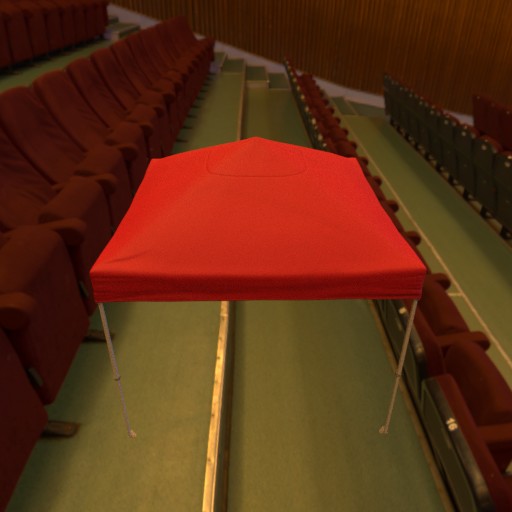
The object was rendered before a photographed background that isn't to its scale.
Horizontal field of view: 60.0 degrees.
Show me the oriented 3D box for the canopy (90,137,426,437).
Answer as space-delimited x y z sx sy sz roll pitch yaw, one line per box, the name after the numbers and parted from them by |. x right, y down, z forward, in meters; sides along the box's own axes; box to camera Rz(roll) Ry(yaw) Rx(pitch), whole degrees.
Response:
0.000 0.000 5.547 2.998 2.997 2.996 -1 31 -1 | canopy
